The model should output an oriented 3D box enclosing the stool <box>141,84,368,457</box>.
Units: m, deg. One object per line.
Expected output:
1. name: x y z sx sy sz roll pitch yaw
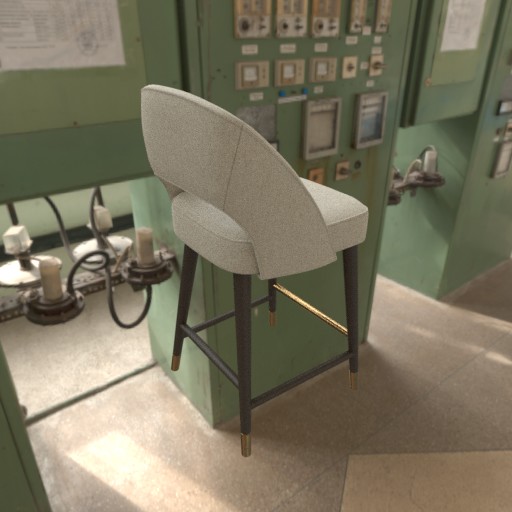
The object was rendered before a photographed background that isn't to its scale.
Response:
1. stool: 0.000 0.000 1.262 0.509 0.940 0.494 -19 33 -32
